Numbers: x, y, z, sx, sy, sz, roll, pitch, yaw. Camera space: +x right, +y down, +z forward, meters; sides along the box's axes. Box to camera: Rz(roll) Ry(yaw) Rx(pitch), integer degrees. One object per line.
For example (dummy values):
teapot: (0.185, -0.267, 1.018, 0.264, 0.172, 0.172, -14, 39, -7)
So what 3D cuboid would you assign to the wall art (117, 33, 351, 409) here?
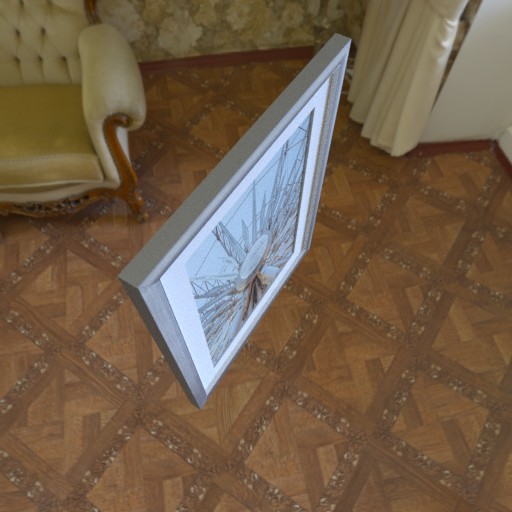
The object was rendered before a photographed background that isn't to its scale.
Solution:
wall art: (0.000, 0.000, 0.762, 0.029, 0.558, 0.458, 29, 64, 16)
